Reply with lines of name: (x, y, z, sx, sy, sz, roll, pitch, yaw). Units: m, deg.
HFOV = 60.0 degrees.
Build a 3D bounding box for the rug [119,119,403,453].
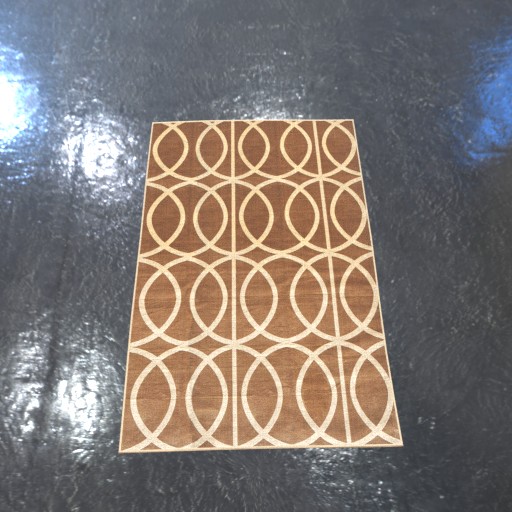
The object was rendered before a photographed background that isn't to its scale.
rug: (0.000, 0.000, 2.856, 1.528, 0.014, 2.294, -1, 64, -1)
